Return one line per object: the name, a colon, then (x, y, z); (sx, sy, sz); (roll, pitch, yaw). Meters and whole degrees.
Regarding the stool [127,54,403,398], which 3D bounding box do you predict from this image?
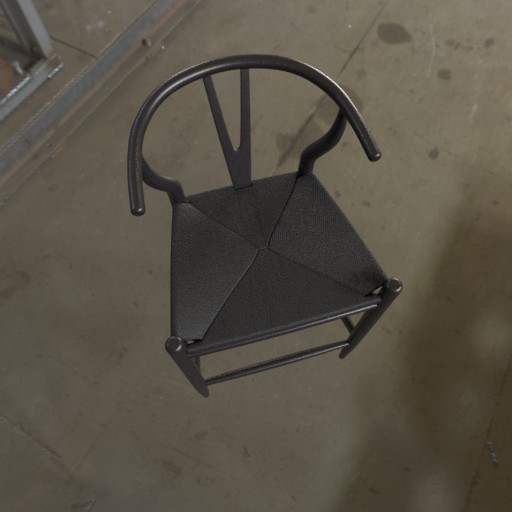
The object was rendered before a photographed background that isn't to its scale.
stool: (0.000, 0.000, 1.331); (0.569, 0.970, 0.579); (-14, 65, -7)
